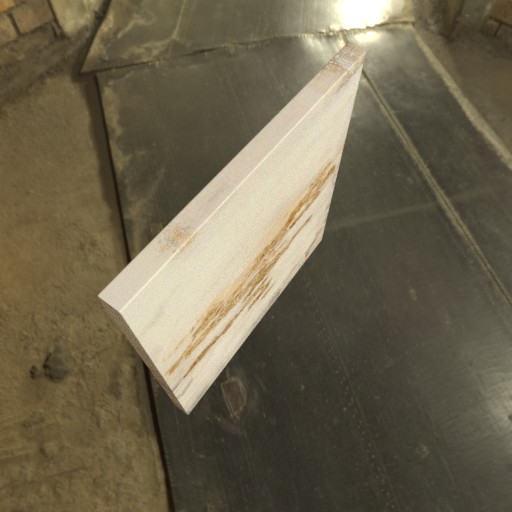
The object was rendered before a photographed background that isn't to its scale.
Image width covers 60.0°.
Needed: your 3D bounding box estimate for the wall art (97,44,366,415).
[{"bbox_3d":[0.000,0.000,0.922,0.040,0.613,0.611,32,64,17],"label":"wall art"}]
